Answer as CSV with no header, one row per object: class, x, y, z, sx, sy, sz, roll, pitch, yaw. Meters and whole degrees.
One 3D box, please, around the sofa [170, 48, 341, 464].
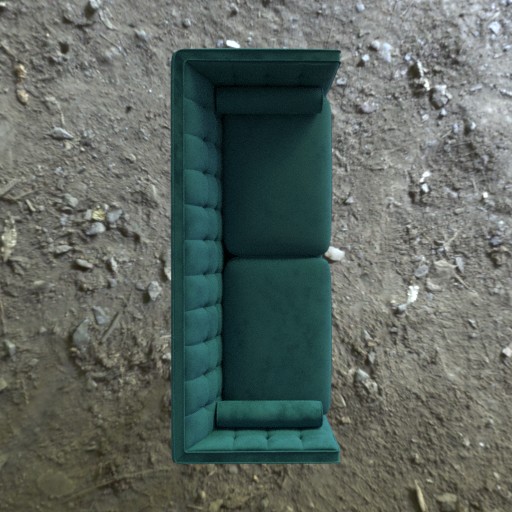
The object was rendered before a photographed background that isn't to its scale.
sofa,0.000,0.000,2.568,0.867,0.789,2.087,0,91,0
